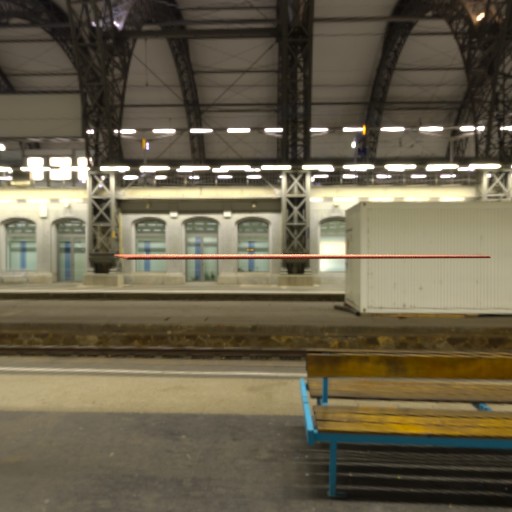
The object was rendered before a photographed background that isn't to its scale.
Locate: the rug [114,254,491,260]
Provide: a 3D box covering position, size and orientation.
[{"bbox_3d":[0.000,0.000,4.074,2.430,0.018,2.976,0,0,-19],"label":"rug"}]
